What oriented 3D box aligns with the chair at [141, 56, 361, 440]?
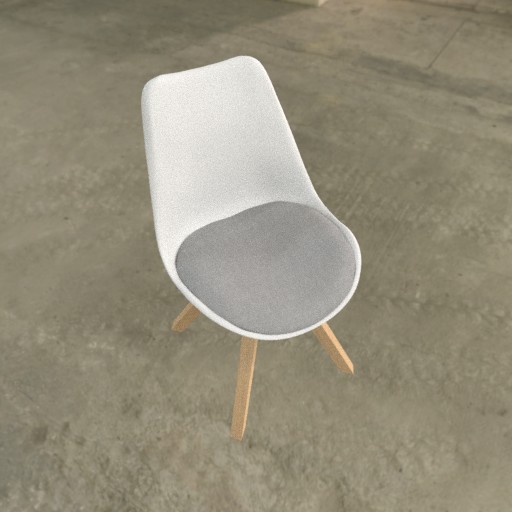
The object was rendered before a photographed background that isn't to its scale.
[{"bbox_3d":[0.000,0.000,1.204,0.485,0.850,0.550,-23,51,-21],"label":"chair"}]
